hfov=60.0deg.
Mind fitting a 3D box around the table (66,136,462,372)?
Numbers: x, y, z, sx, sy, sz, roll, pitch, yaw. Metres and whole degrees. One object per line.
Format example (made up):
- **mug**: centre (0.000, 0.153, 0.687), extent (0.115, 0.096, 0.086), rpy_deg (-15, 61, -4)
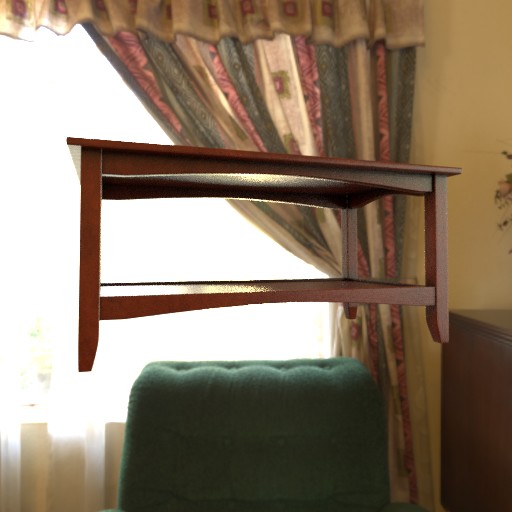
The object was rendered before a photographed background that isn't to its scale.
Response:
- **table**: centre (0.000, 0.000, 1.242), extent (0.943, 0.456, 0.533), rpy_deg (0, 0, -19)
